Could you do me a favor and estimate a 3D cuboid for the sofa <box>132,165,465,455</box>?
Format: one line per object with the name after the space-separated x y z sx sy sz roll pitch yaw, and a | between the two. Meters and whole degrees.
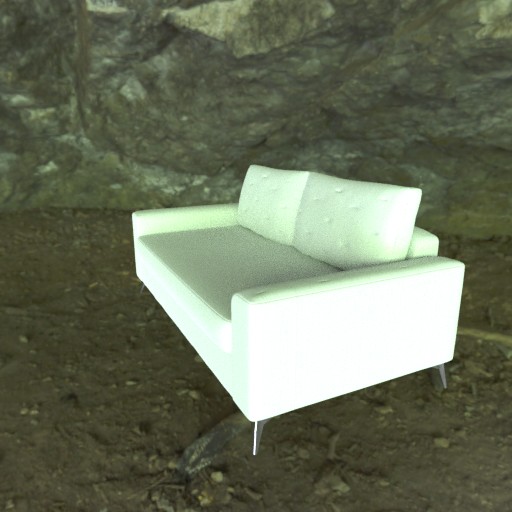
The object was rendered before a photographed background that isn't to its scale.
0.000 0.000 2.165 0.920 0.790 1.650 -8 17 -25 | sofa
